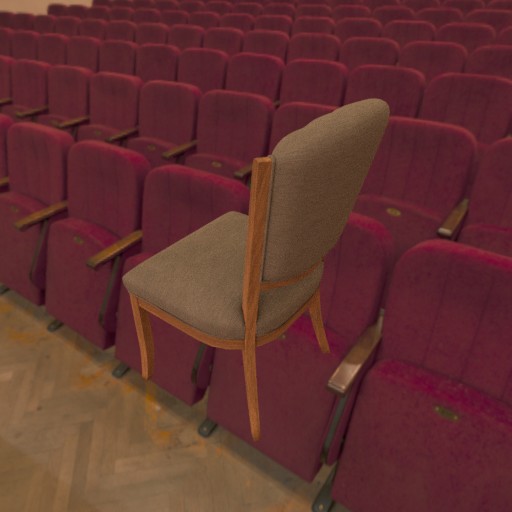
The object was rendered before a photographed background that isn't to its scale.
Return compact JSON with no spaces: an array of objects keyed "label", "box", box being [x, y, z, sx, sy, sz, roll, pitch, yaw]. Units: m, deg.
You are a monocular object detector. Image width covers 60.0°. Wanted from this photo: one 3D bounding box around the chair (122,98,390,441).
[{"label":"chair","box":[0.000,0.000,1.259,0.584,0.905,0.513,21,38,30]}]
